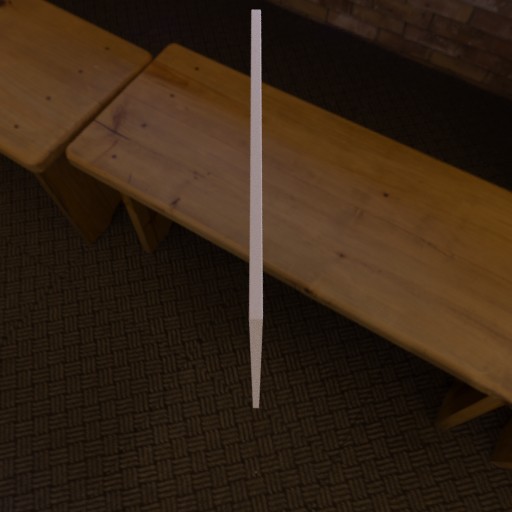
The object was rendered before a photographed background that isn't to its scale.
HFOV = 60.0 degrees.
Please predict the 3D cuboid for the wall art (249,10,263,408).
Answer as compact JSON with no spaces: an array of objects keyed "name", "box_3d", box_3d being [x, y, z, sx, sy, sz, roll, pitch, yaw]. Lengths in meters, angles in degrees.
[{"name":"wall art","box_3d":[0.000,0.000,0.823,0.013,0.656,0.456,0,64,0]}]
